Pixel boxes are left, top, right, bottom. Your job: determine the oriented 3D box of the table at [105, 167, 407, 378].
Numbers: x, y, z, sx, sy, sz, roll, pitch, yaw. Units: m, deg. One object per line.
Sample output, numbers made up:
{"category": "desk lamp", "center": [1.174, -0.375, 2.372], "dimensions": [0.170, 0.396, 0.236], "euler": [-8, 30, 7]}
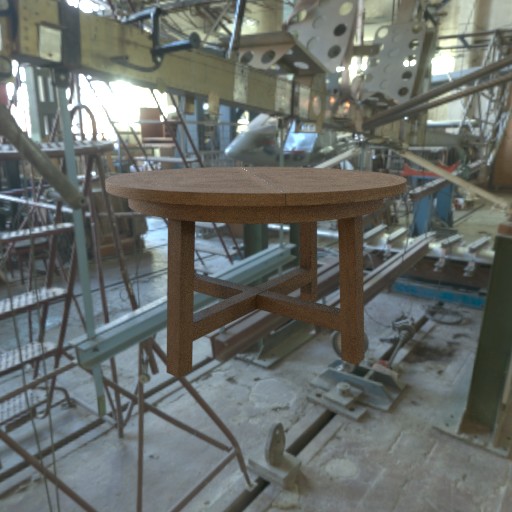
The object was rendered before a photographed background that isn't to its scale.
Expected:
{"category": "table", "center": [0.000, 0.000, 2.137], "dimensions": [1.319, 0.762, 1.319], "euler": [0, 15, 0]}
